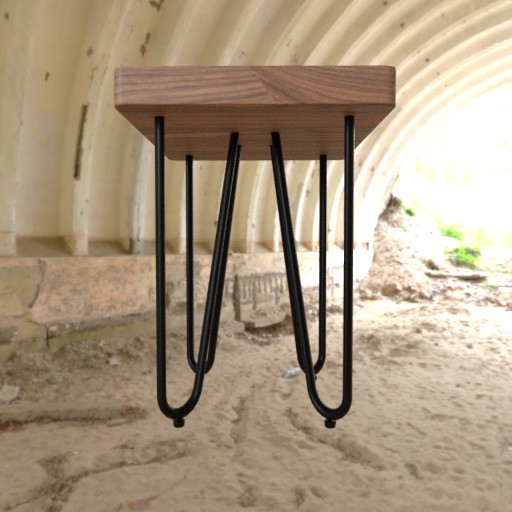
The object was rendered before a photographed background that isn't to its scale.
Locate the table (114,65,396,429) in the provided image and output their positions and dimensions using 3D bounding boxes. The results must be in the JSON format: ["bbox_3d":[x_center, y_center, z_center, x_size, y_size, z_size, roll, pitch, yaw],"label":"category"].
[{"bbox_3d":[0.000,0.000,0.978,0.480,0.641,0.479,0,1,1],"label":"table"}]
